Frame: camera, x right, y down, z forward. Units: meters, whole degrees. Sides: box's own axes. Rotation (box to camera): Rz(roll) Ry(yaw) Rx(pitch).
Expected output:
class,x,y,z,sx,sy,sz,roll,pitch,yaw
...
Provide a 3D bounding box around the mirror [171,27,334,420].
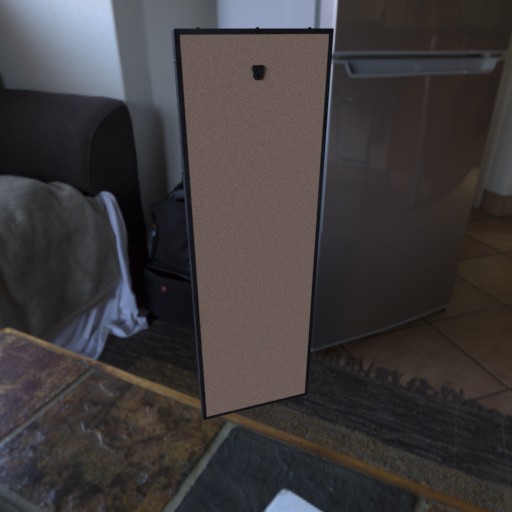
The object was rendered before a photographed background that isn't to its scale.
class,x,y,z,sx,sy,sz,roll,pitch,yaw
mirror,0.000,0.000,1.177,0.354,1.080,0.042,-8,29,-16
